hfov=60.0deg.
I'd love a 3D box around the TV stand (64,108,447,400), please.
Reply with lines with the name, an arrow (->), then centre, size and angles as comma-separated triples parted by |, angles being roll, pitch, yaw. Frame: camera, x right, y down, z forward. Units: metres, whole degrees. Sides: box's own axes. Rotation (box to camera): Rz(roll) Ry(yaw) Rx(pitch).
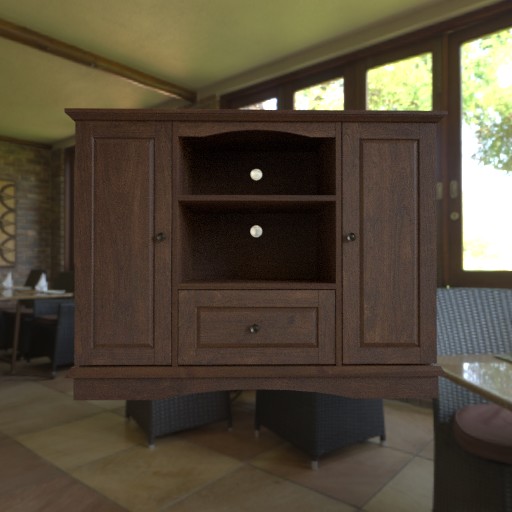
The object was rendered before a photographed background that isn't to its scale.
TV stand -> 0.000, 0.000, 1.434 | 1.067, 0.813, 0.406 | 0, -1, -1
